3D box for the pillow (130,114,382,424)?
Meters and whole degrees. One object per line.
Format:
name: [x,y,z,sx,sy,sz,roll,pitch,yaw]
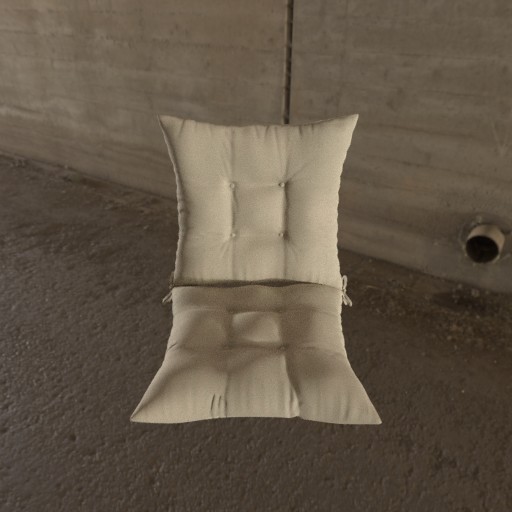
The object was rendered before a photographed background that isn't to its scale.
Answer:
pillow: [0.000,0.000,1.025,0.541,0.536,0.585,0,30,1]
